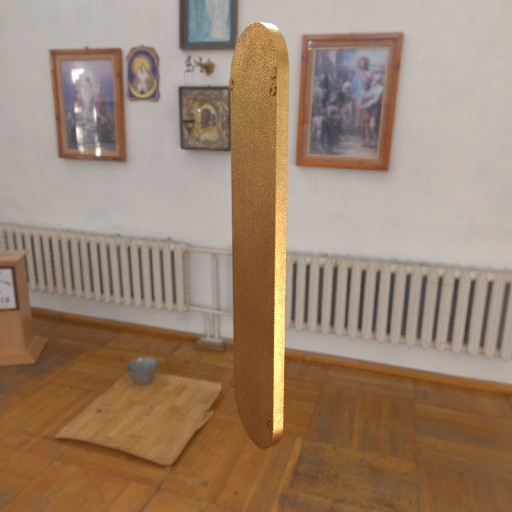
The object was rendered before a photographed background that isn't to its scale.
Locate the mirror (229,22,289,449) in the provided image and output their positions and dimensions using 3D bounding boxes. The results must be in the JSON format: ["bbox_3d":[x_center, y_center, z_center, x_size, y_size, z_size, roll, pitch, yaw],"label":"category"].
[{"bbox_3d":[0.000,0.000,1.039,0.032,0.991,0.222,-7,16,-26],"label":"mirror"}]
